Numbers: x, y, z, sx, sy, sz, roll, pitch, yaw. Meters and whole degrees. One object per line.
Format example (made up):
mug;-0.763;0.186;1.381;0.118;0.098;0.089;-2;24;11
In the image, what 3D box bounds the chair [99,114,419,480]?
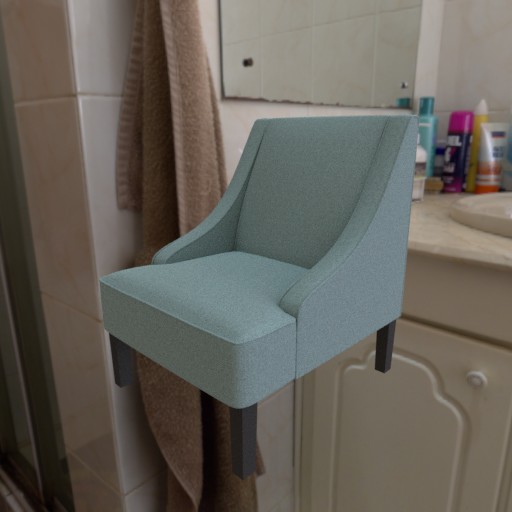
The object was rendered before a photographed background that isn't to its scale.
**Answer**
chair;0.000;0.000;1.852;0.857;1.133;1.025;15;21;42
